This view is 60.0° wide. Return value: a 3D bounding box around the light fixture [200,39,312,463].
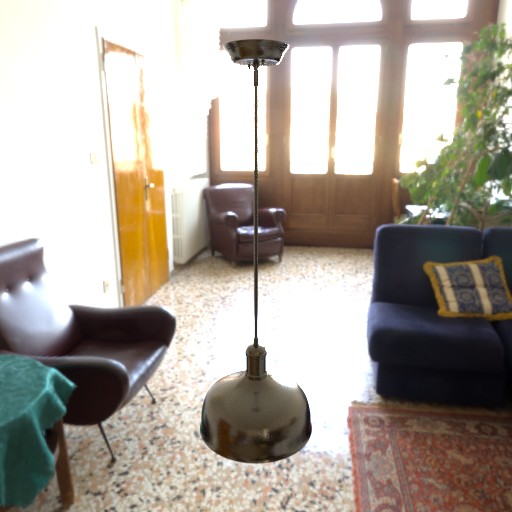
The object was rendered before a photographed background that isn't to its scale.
[{"bbox_3d":[0.000,0.000,1.075,0.299,0.935,0.299,-7,16,-26],"label":"light fixture"}]
